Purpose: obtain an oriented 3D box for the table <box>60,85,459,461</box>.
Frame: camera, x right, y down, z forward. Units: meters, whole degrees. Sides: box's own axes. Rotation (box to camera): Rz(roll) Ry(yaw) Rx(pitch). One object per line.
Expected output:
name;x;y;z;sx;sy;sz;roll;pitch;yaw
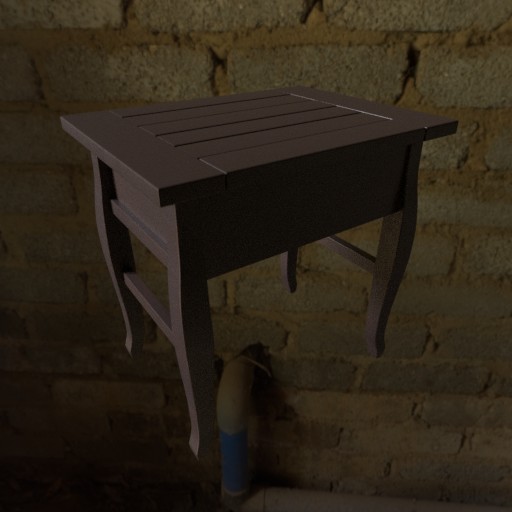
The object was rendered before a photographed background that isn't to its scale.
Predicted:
table;0.000;0.000;0.990;0.602;0.605;0.460;-19;35;-29
